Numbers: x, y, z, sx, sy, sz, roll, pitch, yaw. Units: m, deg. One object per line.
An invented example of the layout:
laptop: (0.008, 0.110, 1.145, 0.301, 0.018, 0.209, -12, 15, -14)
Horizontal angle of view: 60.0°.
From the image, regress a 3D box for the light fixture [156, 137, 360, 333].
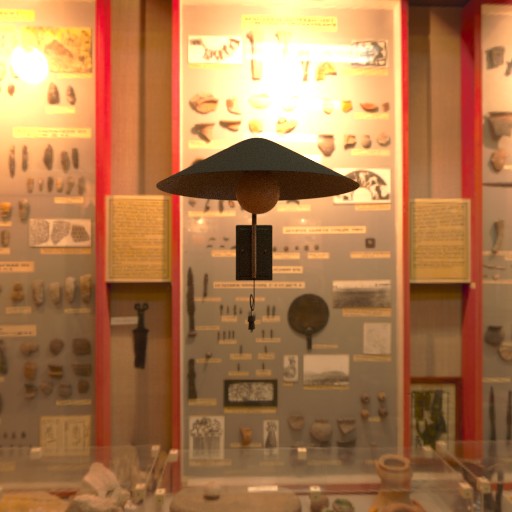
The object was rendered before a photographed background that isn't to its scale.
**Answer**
light fixture: (0.000, 0.000, 0.674, 0.240, 0.312, 0.516, 0, 0, -1)
